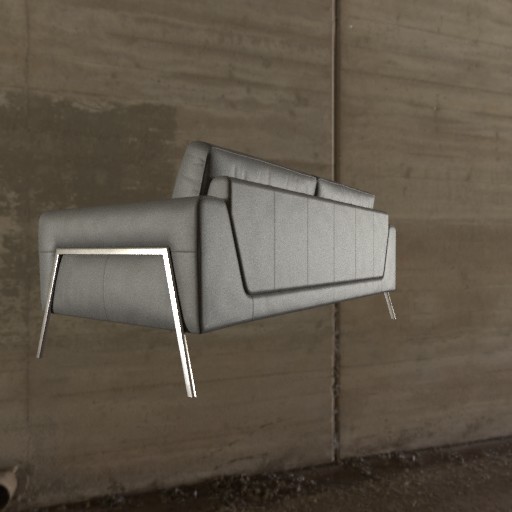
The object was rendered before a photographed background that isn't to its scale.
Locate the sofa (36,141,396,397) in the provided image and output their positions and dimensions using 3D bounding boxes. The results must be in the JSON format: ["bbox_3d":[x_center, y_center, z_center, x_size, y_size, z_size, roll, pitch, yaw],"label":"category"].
[{"bbox_3d":[0.000,0.000,2.481,0.953,0.875,2.017,0,0,35],"label":"sofa"}]
